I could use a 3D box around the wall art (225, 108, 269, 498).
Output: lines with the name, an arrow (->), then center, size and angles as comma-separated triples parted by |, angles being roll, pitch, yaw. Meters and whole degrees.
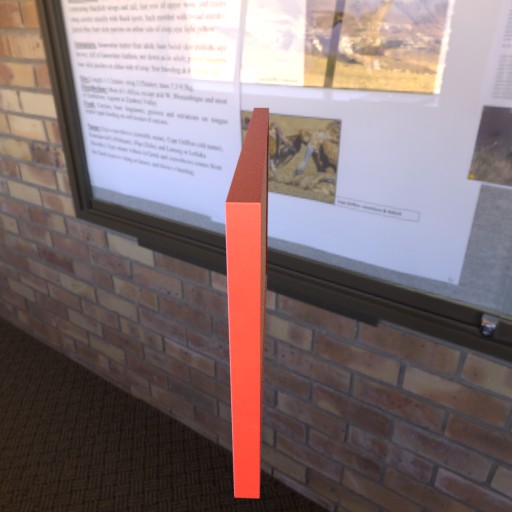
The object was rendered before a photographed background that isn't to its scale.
wall art -> 0.000, 0.000, 0.760 | 0.033, 0.405, 0.607 | 1, 26, 2
